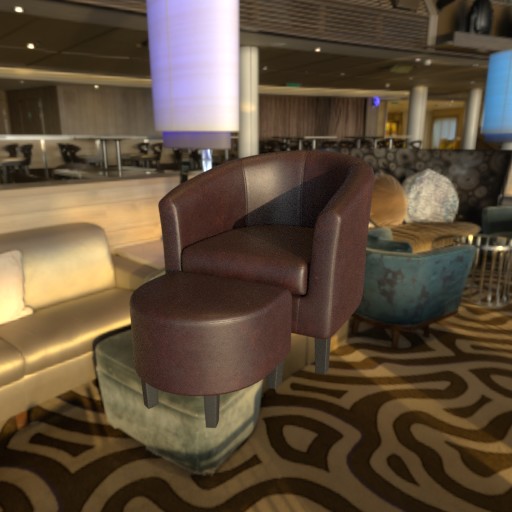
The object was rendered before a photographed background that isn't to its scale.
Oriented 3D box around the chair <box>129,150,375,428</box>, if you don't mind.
[{"bbox_3d":[0.000,0.000,1.687,0.737,0.755,1.176,7,17,26],"label":"chair"}]
